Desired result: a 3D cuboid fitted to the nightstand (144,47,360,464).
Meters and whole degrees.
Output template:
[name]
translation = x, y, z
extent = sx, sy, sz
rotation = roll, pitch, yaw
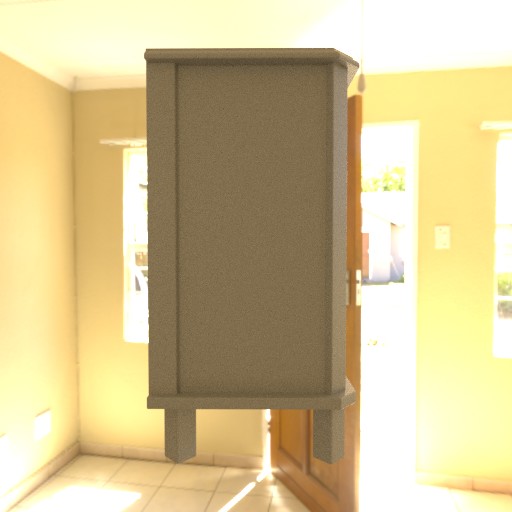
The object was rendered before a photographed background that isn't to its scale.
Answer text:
[nightstand]
translation = 0.000, 0.000, 0.933
extent = 0.350, 0.680, 0.450
rotation = 0, 2, 1
